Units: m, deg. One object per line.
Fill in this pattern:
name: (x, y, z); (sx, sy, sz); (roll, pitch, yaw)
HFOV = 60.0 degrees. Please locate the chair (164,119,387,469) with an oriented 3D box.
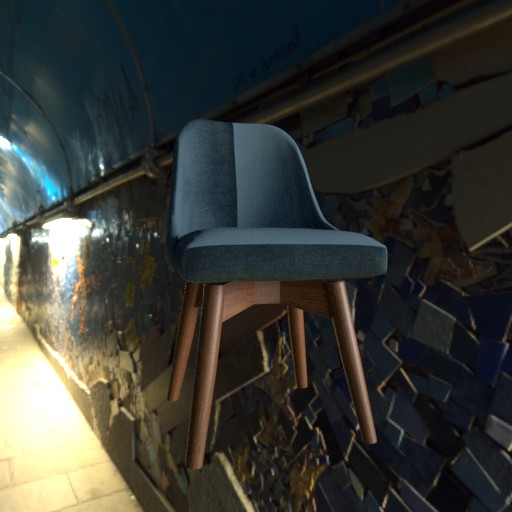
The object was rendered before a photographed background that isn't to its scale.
chair: (0.000, 0.000, 1.228); (0.503, 0.882, 0.589); (0, 2, -17)
